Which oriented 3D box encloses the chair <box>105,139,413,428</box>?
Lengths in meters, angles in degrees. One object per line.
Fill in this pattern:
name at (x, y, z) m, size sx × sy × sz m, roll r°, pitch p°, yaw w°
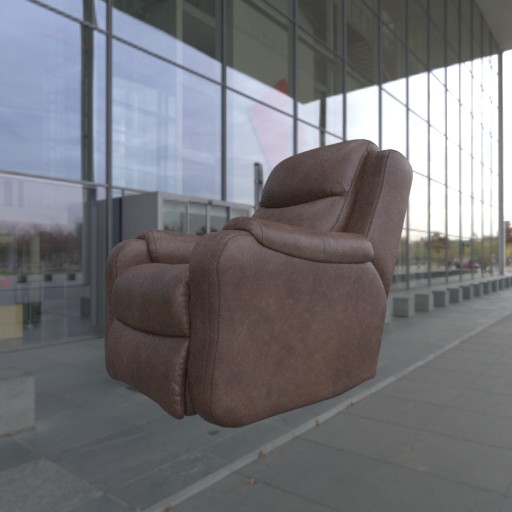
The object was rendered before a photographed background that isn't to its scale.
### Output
chair at (0.000, 0.000, 1.813) m, size 1.067 × 0.990 × 0.940 m, roll 0°, pitch -1°, yaw -37°
